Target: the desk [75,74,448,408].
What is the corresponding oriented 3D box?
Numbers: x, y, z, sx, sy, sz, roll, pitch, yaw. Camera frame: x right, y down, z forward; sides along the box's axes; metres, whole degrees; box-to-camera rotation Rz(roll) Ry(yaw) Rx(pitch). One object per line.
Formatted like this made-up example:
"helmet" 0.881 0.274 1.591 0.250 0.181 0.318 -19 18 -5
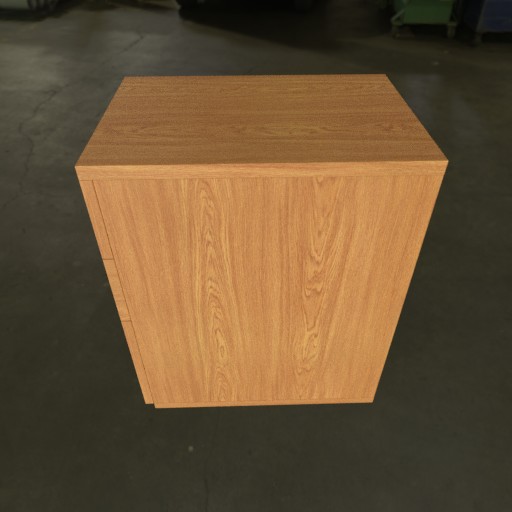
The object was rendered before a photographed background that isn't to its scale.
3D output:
"desk" 0.000 0.000 1.087 0.600 0.730 0.404 -1 41 -1
